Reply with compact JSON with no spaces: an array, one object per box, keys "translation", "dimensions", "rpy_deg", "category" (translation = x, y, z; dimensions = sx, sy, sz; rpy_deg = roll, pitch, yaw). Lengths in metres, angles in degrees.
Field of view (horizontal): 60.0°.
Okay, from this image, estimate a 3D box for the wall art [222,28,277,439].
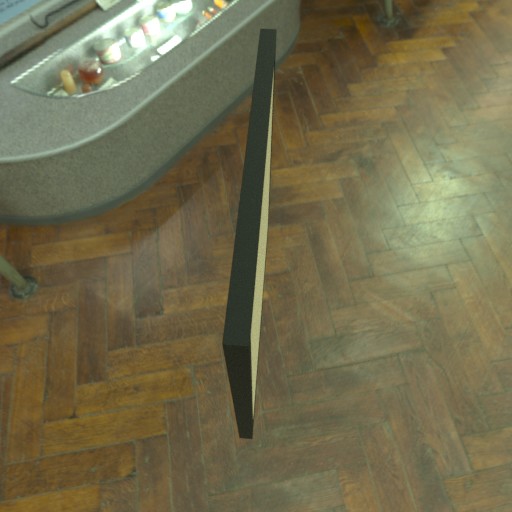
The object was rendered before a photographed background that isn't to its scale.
[{"translation":[0.000,0.000,0.459],"dimensions":[0.015,0.304,0.306],"rpy_deg":[4,59,2],"category":"wall art"}]
